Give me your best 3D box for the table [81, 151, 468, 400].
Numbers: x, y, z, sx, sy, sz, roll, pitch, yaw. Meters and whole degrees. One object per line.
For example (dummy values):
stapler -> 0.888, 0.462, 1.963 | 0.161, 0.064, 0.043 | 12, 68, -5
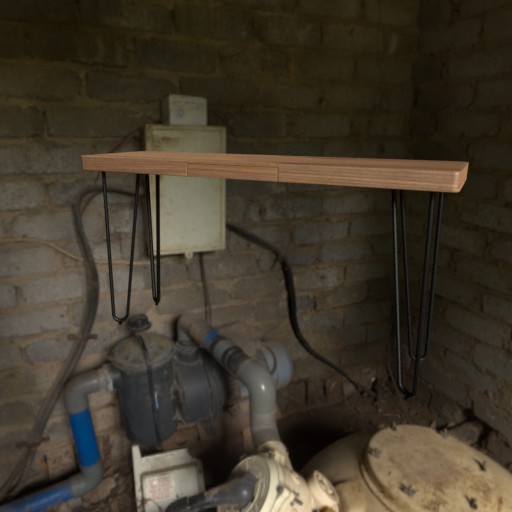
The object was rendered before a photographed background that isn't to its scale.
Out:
table -> 0.000, 0.000, 1.935 | 1.570, 0.834, 0.425 | 8, 18, 26
